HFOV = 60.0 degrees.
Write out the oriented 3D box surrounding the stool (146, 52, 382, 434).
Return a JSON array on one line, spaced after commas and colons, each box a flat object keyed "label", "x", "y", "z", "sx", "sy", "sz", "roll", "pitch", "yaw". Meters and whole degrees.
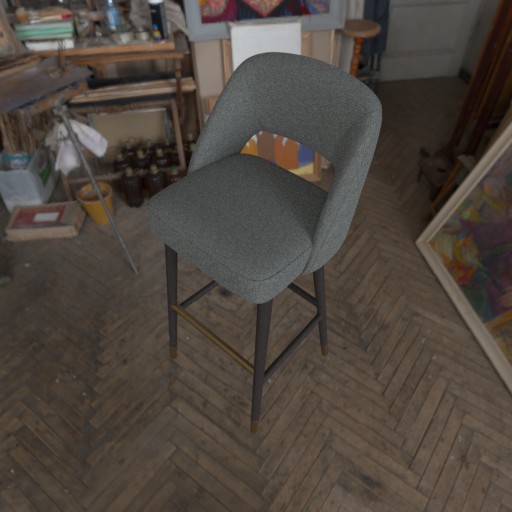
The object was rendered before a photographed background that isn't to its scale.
[{"label": "stool", "x": 0.000, "y": 0.000, "z": 1.414, "sx": 0.536, "sy": 1.089, "sz": 0.524, "roll": 33, "pitch": 54, "yaw": 28}]
